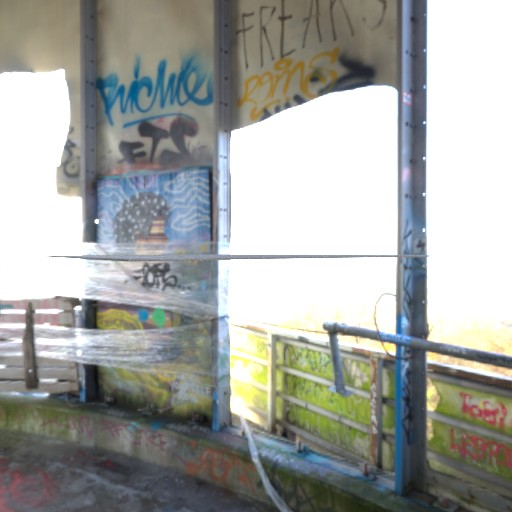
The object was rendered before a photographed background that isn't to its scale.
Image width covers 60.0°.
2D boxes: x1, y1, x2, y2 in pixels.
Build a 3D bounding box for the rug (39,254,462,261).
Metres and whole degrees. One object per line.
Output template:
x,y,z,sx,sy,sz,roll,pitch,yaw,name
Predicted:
0.000,0.000,2.302,1.827,0.006,1.221,-1,1,-37,rug
